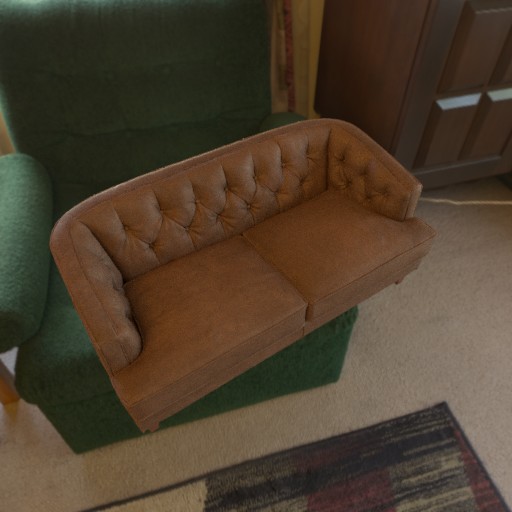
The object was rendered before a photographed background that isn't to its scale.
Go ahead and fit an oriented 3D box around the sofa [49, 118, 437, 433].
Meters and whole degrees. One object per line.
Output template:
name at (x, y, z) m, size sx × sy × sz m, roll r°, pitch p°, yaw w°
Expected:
sofa at (0.000, 0.000, 2.286) m, size 1.767 × 0.799 × 0.917 m, roll -26°, pitch 51°, yaw -23°
